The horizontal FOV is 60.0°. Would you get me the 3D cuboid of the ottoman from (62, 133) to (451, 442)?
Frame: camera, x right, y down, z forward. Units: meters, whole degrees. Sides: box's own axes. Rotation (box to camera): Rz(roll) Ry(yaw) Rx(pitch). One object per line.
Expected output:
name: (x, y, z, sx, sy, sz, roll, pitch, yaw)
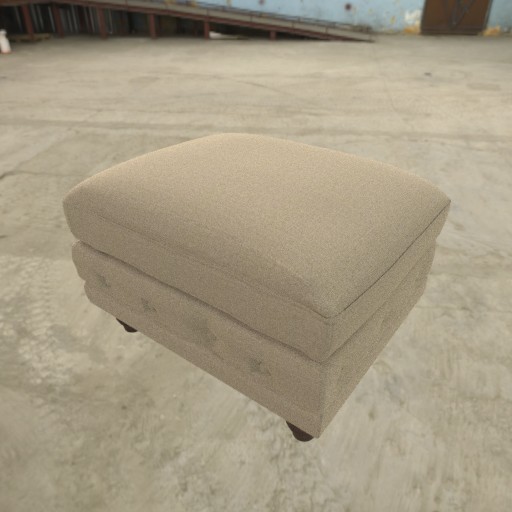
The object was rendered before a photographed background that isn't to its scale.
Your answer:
ottoman: (0.000, 0.000, 1.030, 0.684, 0.463, 0.541, 22, 38, 31)
